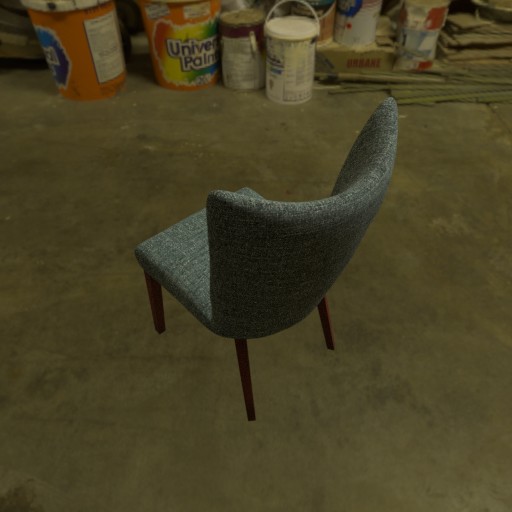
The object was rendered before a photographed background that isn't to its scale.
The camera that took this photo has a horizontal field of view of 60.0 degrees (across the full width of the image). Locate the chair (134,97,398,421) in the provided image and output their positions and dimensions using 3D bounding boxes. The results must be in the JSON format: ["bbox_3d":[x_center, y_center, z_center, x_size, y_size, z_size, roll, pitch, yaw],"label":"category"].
[{"bbox_3d":[0.000,0.000,1.296,0.535,0.924,0.623,-33,54,-29],"label":"chair"}]
